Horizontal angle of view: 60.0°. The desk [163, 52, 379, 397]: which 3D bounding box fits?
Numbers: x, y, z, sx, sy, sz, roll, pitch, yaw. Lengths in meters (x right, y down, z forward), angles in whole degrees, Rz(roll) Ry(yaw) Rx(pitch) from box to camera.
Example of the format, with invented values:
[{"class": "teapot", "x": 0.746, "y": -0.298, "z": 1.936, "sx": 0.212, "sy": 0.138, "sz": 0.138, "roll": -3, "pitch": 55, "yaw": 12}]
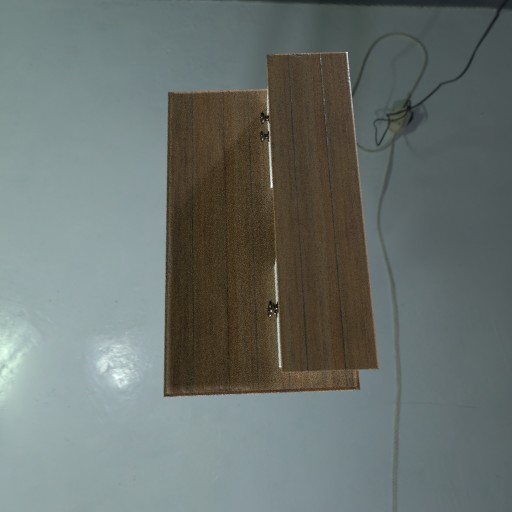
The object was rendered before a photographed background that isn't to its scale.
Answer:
[{"class": "desk", "x": 0.000, "y": 0.000, "z": 1.419, "sx": 0.462, "sy": 0.981, "sz": 0.814, "roll": -2, "pitch": 76, "yaw": 0}]
